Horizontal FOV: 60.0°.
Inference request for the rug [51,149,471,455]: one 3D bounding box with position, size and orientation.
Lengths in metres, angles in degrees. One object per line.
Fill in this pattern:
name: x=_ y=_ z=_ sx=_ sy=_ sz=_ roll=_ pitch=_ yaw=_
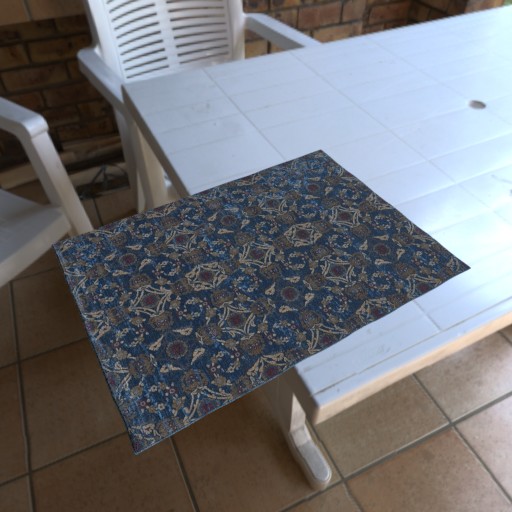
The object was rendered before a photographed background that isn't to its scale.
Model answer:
rug: x=0.000 y=0.000 z=2.847 sx=2.207 sy=0.014 sz=1.567 roll=-23 pitch=50 yaw=-21
